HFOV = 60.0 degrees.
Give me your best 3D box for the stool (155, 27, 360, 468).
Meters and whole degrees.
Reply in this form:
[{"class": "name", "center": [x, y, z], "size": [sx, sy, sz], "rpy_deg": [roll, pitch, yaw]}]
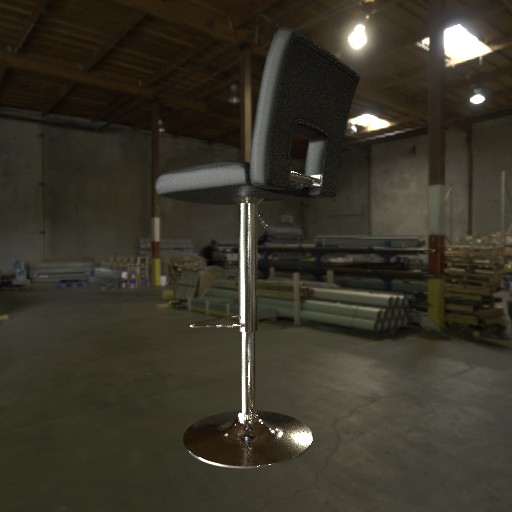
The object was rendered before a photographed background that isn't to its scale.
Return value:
[{"class": "stool", "center": [0.000, 0.000, 1.382], "size": [0.520, 1.151, 0.415], "rpy_deg": [1, 2, 38]}]
